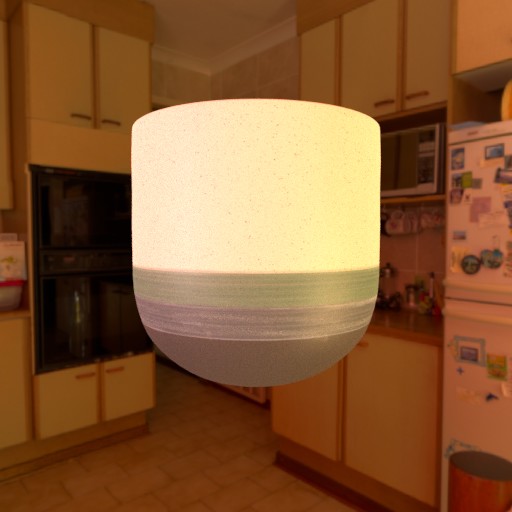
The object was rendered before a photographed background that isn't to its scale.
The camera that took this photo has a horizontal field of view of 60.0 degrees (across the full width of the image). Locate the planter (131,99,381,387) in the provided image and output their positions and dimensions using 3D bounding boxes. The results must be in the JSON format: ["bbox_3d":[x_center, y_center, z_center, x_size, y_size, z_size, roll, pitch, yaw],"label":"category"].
[{"bbox_3d":[0.000,0.000,0.500,0.268,0.270,0.268,0,3,0],"label":"planter"}]
